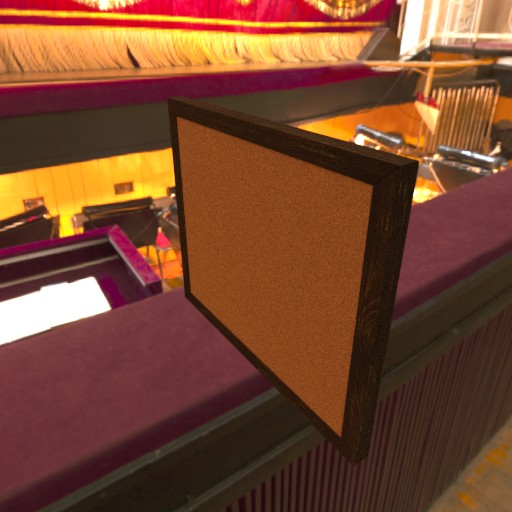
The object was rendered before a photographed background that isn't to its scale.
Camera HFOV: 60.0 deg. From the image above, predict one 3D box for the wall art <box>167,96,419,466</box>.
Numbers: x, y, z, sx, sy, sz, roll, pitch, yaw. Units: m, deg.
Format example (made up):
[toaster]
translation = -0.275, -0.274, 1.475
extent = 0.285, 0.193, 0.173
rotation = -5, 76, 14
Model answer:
[wall art]
translation = 0.000, 0.000, 0.765
extent = 0.032, 0.457, 0.558
rotation = -18, 33, -30
